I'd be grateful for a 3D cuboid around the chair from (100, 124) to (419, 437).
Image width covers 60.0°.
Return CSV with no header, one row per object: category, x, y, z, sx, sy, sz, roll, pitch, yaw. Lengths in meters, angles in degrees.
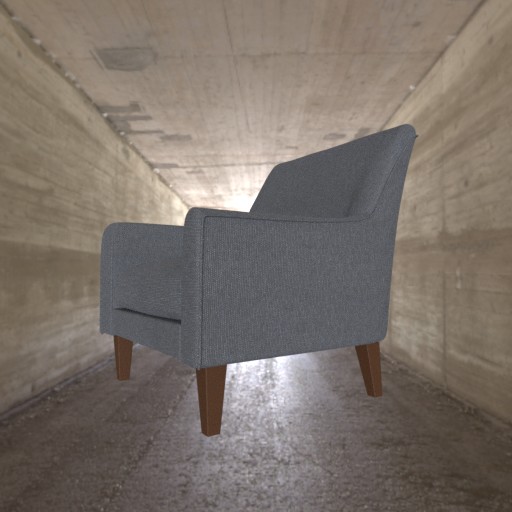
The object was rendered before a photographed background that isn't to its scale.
chair,0.000,0.000,1.614,0.899,0.919,0.780,1,-2,-35
